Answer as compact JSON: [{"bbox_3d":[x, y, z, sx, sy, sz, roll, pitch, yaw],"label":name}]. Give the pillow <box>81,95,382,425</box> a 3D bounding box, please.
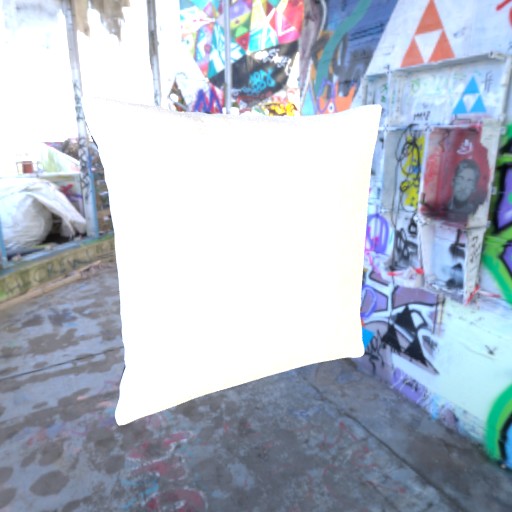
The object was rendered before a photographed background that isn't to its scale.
[{"bbox_3d":[0.000,0.000,0.763,0.517,0.508,0.158,-8,18,-27],"label":"pillow"}]
